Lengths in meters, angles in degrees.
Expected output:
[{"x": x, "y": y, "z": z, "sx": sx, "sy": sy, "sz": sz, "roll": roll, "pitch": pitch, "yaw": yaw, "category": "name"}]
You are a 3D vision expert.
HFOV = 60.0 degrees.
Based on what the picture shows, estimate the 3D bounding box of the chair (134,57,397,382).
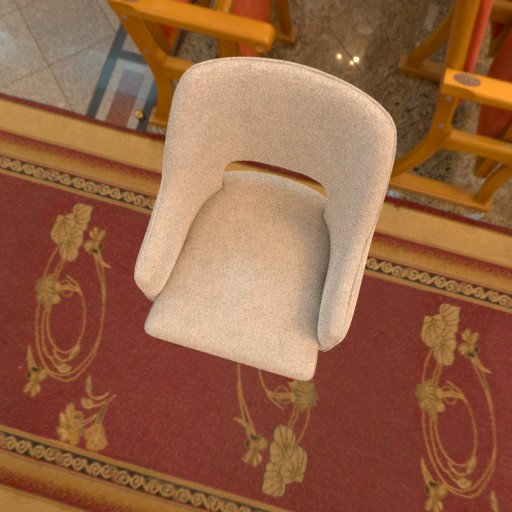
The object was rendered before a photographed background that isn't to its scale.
[{"x": 0.000, "y": 0.000, "z": 1.201, "sx": 0.548, "sy": 0.849, "sz": 0.605, "roll": 16, "pitch": 77, "yaw": 4, "category": "chair"}]
